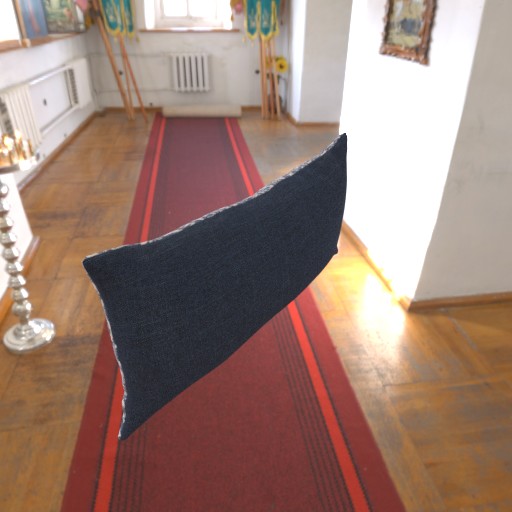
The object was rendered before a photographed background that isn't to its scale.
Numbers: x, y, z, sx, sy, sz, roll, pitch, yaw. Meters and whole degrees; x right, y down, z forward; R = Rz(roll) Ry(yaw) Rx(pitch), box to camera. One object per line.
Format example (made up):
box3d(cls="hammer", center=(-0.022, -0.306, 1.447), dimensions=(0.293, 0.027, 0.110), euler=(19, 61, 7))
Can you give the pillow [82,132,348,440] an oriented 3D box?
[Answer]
box3d(cls="pillow", center=(0.000, 0.000, 0.752), dimensions=(0.148, 0.292, 0.631), euler=(21, 37, 31))
